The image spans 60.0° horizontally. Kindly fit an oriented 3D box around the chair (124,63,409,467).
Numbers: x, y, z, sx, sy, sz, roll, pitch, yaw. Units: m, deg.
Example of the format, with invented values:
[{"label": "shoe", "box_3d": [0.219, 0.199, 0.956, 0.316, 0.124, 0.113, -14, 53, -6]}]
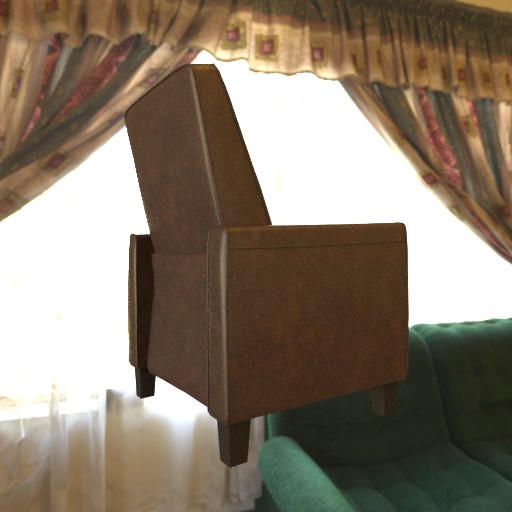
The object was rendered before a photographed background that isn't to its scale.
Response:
[{"label": "chair", "box_3d": [0.000, 0.000, 1.505, 0.746, 1.013, 0.705, 0, 1, -35]}]
